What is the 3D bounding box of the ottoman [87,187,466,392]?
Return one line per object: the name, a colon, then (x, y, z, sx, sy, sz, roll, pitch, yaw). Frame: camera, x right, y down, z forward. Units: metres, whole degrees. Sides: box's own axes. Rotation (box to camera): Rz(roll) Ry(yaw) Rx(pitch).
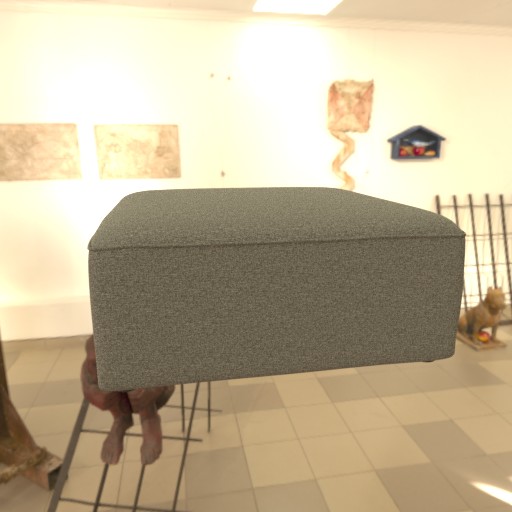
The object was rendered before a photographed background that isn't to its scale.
ottoman: (0.000, 0.000, 1.623, 1.005, 0.464, 1.015, -3, 14, -11)
